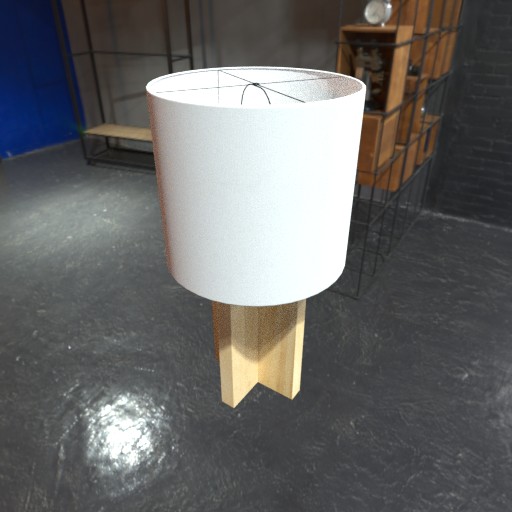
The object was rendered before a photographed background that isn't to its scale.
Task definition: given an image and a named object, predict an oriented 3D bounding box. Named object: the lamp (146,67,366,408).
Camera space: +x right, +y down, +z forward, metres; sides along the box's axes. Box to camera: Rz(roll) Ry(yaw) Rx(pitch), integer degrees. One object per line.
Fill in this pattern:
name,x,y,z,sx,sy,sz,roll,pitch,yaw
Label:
lamp,0.000,0.000,0.578,0.229,0.428,0.229,19,36,29
